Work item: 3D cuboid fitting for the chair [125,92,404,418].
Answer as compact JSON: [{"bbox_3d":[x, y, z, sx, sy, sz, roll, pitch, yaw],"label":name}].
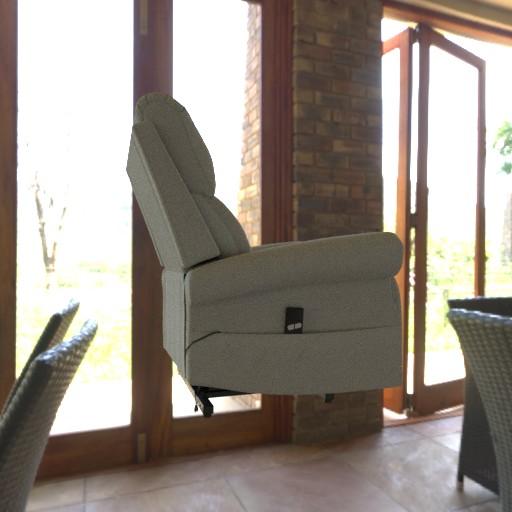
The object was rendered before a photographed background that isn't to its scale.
[{"bbox_3d":[0.000,0.000,1.759,0.979,1.031,0.871,0,-1,-18],"label":"chair"}]
